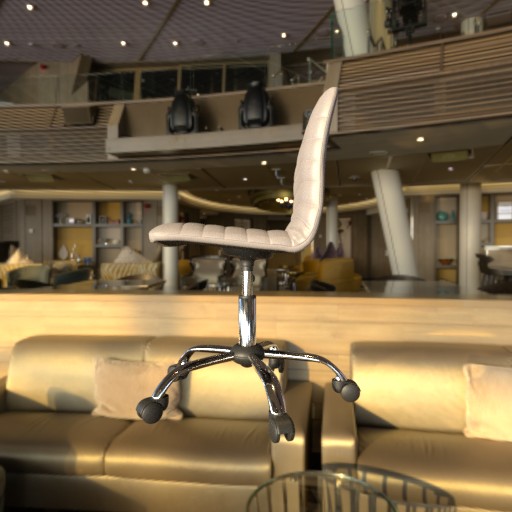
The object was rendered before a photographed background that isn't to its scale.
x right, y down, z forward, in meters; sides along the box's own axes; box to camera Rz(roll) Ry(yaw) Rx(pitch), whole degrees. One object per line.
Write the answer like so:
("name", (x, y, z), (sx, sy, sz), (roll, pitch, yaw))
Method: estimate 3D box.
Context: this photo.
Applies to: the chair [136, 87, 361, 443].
("chair", (0.000, 0.000, 1.156), (0.542, 0.750, 0.569), (0, 1, 2))
